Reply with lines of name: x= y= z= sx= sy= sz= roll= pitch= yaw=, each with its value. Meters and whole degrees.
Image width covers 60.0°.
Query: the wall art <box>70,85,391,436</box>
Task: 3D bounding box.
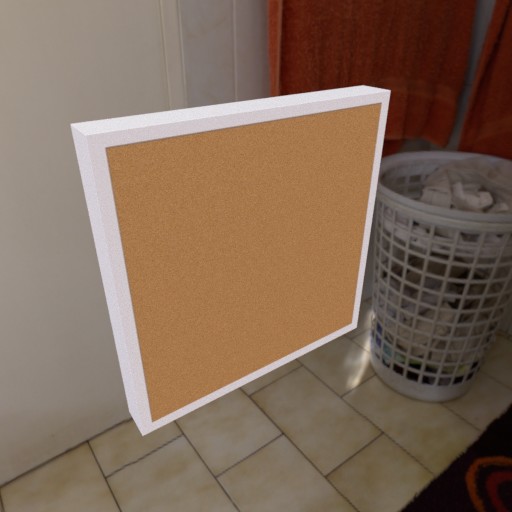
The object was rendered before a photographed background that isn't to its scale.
wall art: x=0.000 y=0.000 z=0.462 sx=0.305 sy=0.305 sz=0.038 roll=-19 pitch=35 yaw=-29
